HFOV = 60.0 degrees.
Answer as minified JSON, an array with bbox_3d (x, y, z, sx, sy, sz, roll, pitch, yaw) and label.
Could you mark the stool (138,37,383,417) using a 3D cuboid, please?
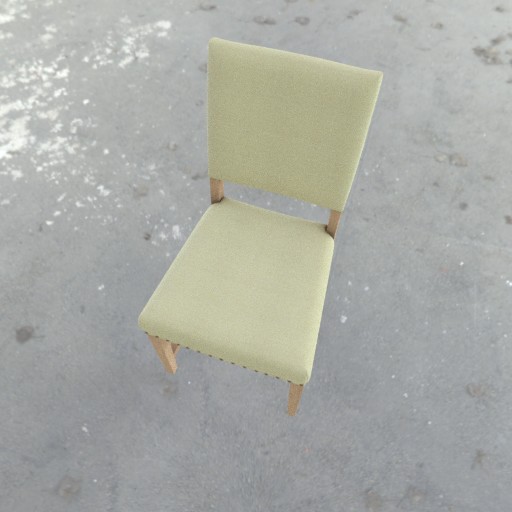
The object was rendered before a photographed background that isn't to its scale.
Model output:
[{"bbox_3d":[0.000,0.000,1.343,0.508,0.986,0.623,16,60,10],"label":"stool"}]
